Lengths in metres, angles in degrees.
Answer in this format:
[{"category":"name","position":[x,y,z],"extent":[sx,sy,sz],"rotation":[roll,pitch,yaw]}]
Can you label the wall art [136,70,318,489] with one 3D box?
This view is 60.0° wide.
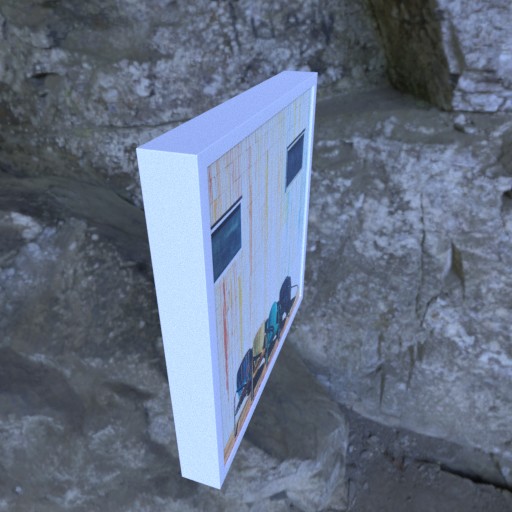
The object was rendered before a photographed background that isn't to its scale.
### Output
[{"category":"wall art","position":[0.000,0.000,0.445],"extent":[0.038,0.305,0.305],"rotation":[10,32,16]}]
